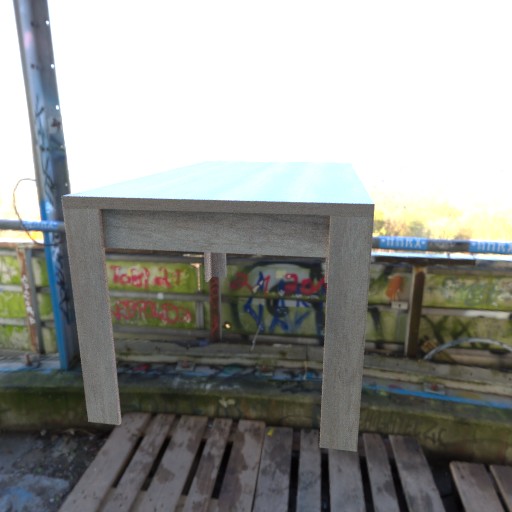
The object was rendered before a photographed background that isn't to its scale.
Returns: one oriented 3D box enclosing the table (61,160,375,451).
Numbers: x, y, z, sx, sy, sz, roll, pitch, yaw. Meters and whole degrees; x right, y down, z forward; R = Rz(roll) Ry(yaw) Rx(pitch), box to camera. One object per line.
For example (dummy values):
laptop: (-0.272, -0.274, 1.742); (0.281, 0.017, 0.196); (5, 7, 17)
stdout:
table: (0.000, 0.000, 2.102); (0.900, 0.775, 1.600); (3, 16, 9)
